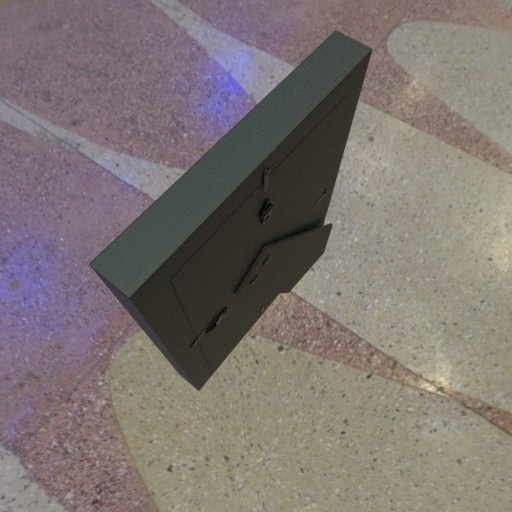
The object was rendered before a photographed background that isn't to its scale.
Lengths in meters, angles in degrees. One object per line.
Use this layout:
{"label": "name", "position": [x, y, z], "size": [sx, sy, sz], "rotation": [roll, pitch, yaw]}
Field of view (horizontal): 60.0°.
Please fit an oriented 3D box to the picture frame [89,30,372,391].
{"label": "picture frame", "position": [0.000, 0.000, 0.275], "size": [0.028, 0.208, 0.157], "rotation": [36, 70, 16]}
